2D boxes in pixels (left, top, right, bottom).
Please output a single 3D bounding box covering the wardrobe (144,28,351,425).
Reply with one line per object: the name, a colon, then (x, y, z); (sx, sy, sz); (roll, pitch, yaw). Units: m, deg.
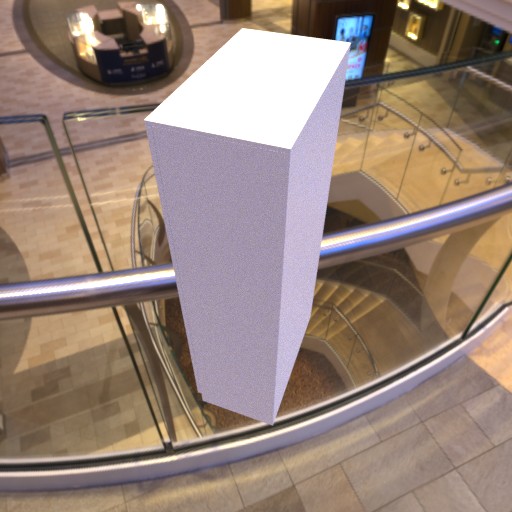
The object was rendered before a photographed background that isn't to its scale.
wardrobe: (0.000, 0.000, 2.060); (0.470, 1.700, 0.760); (15, 48, 14)
